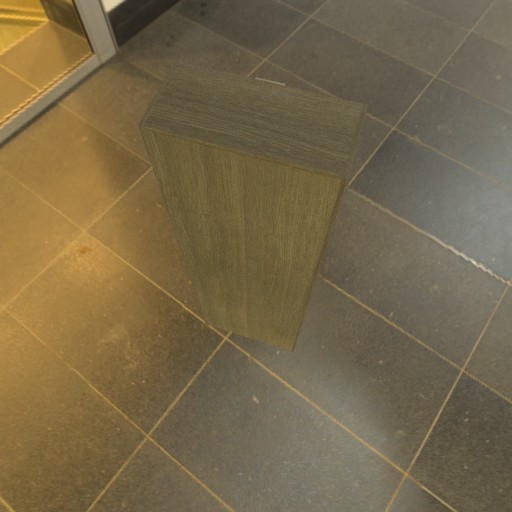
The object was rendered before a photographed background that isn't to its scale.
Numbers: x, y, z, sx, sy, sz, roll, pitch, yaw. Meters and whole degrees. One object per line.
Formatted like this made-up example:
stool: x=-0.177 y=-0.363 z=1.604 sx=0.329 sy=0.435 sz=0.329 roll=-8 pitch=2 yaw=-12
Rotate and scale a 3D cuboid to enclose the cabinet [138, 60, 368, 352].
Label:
cabinet: x=0.000 y=0.000 z=1.827 sx=0.520 sy=1.630 sz=0.255 roll=16 pitch=65 yaw=8
